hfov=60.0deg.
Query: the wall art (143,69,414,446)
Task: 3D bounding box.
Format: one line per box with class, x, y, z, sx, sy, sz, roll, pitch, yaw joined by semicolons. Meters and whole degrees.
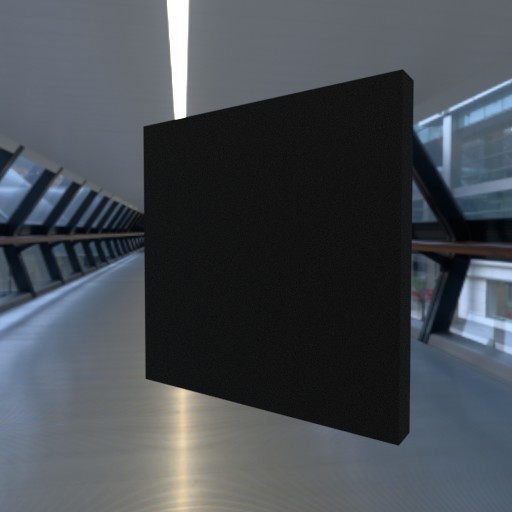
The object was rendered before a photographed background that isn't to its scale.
wall art;0.000;0.000;0.459;0.308;0.305;0.030;1;2;35
